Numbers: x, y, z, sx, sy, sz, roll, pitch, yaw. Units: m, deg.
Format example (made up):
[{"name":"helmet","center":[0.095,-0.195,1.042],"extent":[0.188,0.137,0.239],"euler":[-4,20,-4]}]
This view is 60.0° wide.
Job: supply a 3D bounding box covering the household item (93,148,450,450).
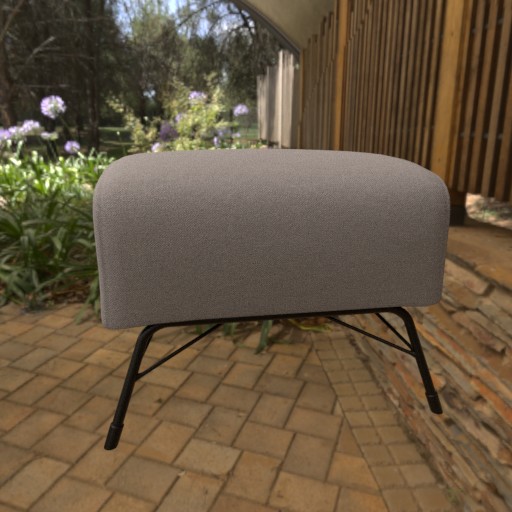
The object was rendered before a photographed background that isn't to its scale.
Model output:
[{"name":"household item","center":[0.000,0.000,0.871],"extent":[0.530,0.410,0.530],"euler":[-3,15,-9]}]
